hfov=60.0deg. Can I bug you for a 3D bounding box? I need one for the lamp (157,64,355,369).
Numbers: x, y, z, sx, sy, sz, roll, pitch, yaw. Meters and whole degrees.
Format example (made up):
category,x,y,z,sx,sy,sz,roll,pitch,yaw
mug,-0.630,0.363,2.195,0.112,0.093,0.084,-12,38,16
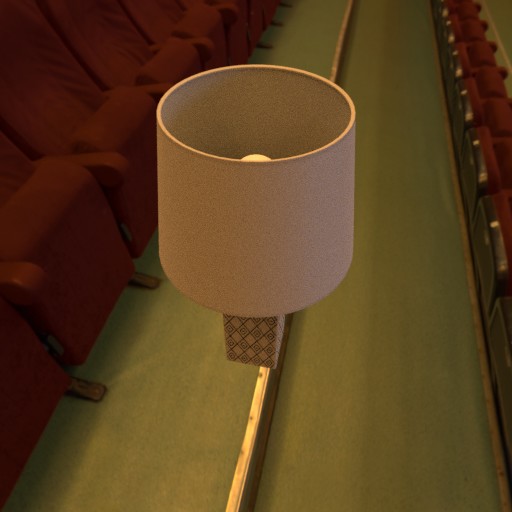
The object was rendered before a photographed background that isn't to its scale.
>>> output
category,x,y,z,sx,sy,sz,roll,pitch,yaw
lamp,0.000,0.000,0.603,0.251,0.435,0.251,0,46,0
